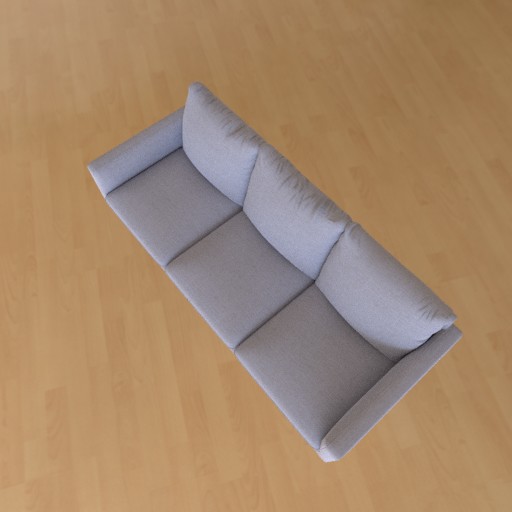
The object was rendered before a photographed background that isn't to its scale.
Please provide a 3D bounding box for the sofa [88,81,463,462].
[{"bbox_3d":[0.000,0.000,2.408,0.850,0.830,2.000,-38,69,-17],"label":"sofa"}]
